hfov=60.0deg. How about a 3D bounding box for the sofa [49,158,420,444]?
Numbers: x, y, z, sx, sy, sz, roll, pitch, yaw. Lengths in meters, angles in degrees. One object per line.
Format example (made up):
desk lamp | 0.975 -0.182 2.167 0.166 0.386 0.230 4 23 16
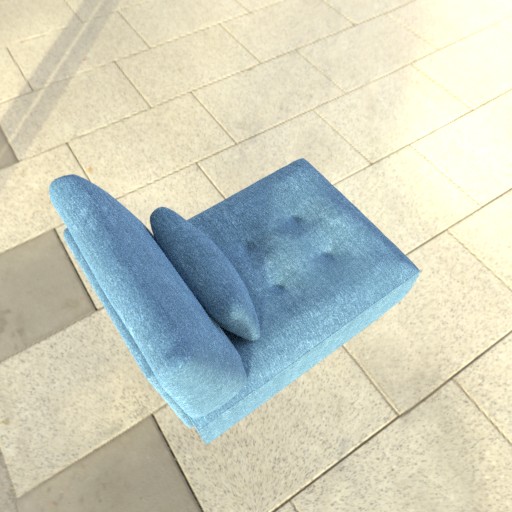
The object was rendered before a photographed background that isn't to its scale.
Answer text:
sofa | 0.000 0.000 1.525 1.000 0.820 0.700 -31 64 -18
